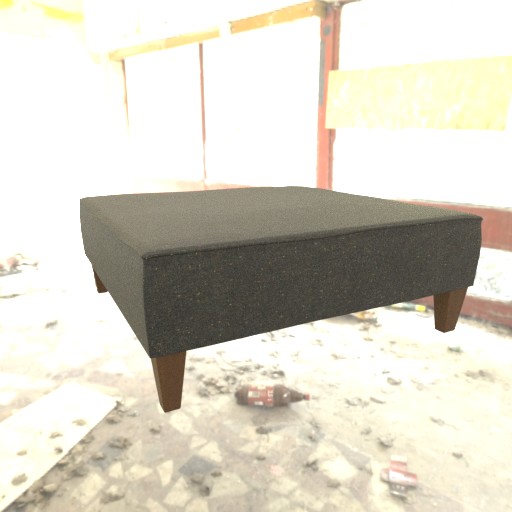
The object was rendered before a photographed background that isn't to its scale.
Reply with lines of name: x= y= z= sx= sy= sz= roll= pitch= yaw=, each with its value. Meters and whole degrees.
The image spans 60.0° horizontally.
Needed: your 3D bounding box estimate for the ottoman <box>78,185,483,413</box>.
ottoman: x=0.000 y=0.000 z=1.509 sx=1.004 sy=0.382 sz=0.968 roll=-8 pitch=17 yaw=-27
